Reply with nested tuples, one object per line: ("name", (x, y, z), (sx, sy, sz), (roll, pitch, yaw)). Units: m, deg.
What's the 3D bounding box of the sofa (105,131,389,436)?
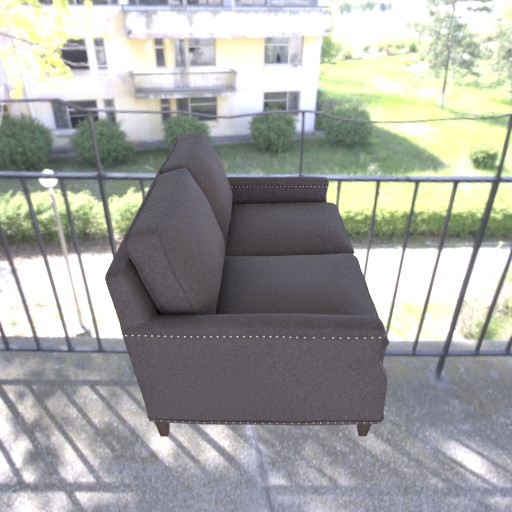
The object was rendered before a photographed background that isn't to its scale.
("sofa", (0.000, 0.000, 2.356), (1.084, 1.003, 1.597), (0, 31, 0))
